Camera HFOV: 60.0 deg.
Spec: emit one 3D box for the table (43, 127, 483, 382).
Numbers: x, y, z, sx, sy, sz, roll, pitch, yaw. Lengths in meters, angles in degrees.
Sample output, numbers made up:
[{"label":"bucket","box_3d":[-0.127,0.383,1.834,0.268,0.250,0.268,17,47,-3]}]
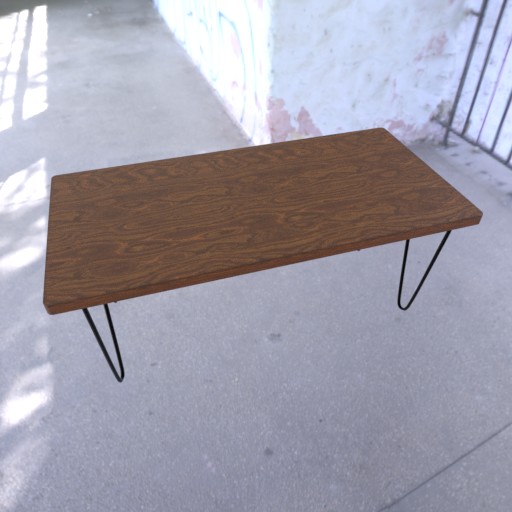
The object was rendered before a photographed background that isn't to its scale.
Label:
[{"label":"table","box_3d":[0.000,0.000,2.267,1.791,0.753,0.883,-12,43,-13]}]
